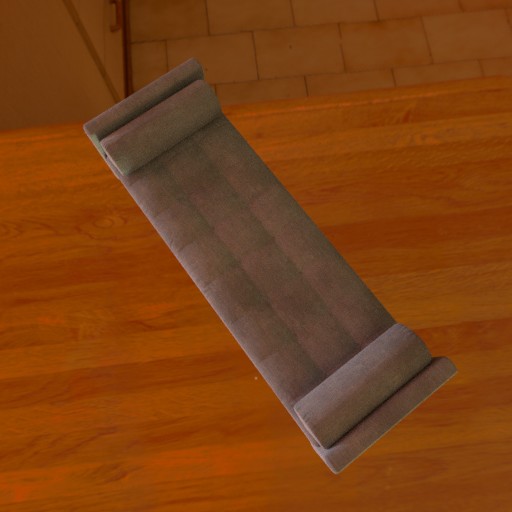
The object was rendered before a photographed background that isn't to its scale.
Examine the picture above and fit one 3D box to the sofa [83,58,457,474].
[{"bbox_3d":[0.000,0.000,2.323,0.686,0.635,1.981,-36,78,-9],"label":"sofa"}]
